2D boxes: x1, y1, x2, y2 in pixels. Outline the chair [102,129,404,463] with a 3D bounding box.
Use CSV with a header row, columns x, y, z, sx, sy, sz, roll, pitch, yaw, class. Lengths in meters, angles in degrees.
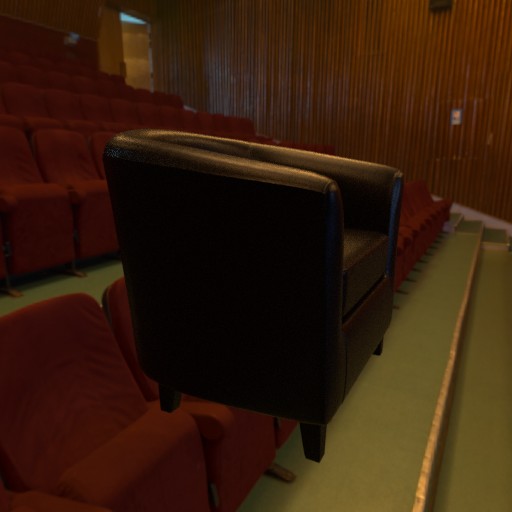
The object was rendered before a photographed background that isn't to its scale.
x,y,z,sx,sy,sz,roll,pitch,yaw,class
0.000,0.000,1.346,0.727,0.756,0.793,7,14,27,chair
